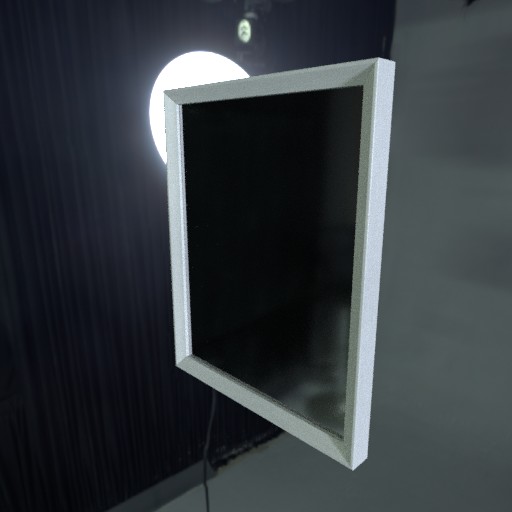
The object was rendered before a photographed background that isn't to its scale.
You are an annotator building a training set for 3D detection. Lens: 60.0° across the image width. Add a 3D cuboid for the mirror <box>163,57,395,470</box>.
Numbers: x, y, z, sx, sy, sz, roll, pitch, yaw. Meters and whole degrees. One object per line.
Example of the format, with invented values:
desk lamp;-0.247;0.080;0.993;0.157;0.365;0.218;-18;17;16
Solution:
mirror;0.000;0.000;0.679;0.041;0.509;0.406;-14;20;-43
